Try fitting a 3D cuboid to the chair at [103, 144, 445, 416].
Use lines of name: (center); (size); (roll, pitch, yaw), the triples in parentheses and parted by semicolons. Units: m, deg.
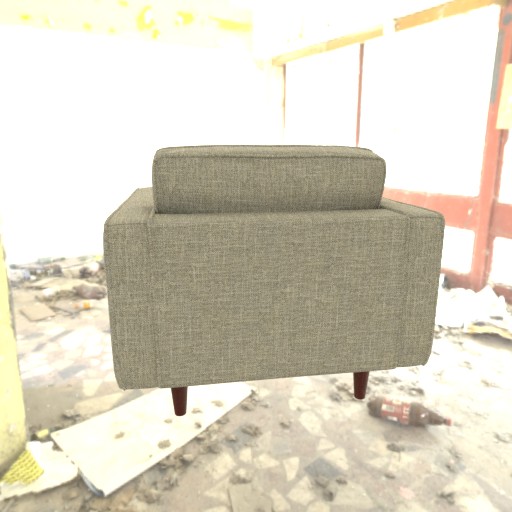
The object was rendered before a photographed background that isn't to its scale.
chair: (0.000, 0.000, 1.559); (0.889, 0.765, 0.914); (-2, 15, -9)
